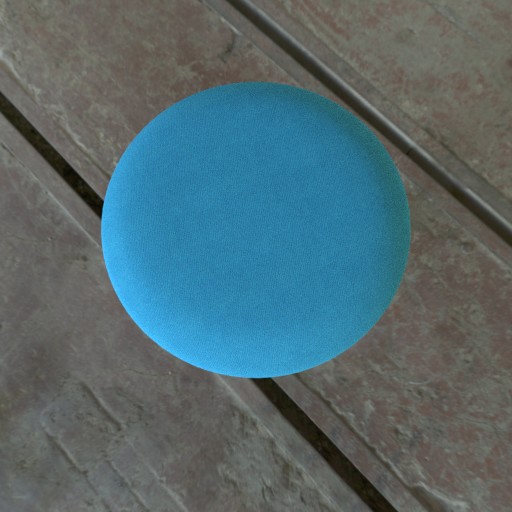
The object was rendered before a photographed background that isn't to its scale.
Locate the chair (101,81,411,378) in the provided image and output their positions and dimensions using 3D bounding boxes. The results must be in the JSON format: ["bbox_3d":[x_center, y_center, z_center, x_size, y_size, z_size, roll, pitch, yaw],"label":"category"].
[{"bbox_3d":[0.000,0.000,0.672,0.350,0.430,0.350,0,76,0],"label":"chair"}]
